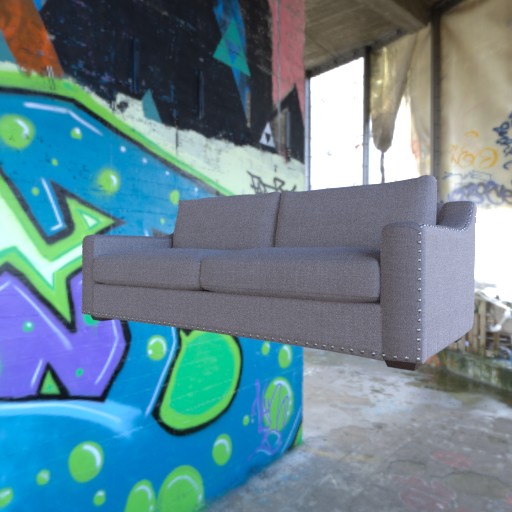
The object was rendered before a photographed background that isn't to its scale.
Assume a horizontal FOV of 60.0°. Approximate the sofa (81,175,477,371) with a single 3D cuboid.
[{"bbox_3d":[0.000,0.000,2.633,2.208,0.857,1.000,0,1,37],"label":"sofa"}]
